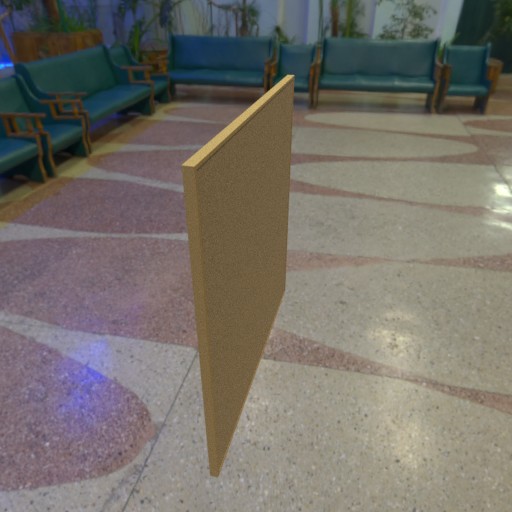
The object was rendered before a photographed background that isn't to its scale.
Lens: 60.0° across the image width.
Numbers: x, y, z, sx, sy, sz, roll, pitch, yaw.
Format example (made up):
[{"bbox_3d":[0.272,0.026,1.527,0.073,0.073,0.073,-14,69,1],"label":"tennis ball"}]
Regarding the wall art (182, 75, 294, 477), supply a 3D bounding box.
[{"bbox_3d":[0.000,0.000,0.690,0.013,0.455,0.457,8,33,13],"label":"wall art"}]
